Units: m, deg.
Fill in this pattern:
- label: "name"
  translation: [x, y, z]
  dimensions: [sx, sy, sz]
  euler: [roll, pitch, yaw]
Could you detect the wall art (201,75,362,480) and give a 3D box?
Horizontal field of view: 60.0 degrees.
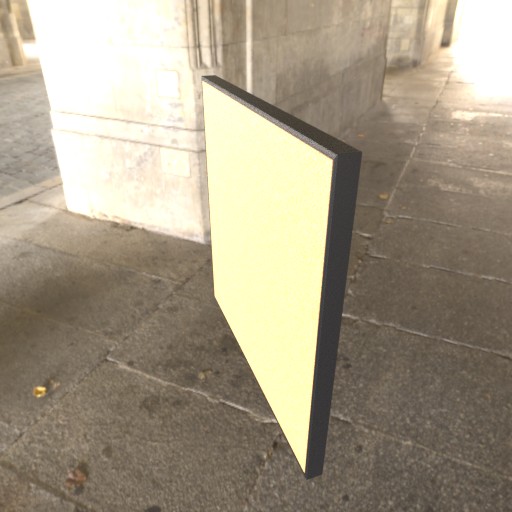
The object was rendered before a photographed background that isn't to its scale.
- label: "wall art"
  translation: [0.000, 0.000, 1.142]
  dimensions: [0.042, 0.766, 0.769]
  euler: [-11, 32, -18]
